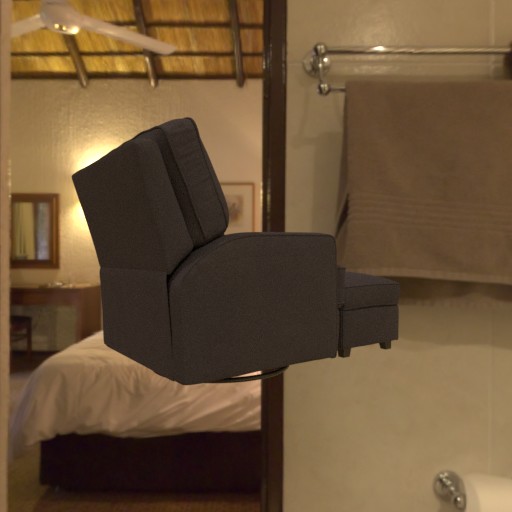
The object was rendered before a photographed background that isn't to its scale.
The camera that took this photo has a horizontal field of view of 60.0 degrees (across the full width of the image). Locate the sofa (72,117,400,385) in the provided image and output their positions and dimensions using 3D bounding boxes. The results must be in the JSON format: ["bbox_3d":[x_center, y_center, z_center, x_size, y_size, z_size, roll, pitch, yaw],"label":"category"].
[{"bbox_3d":[0.000,0.000,2.080,1.472,0.959,0.861,0,0,-36],"label":"sofa"}]
